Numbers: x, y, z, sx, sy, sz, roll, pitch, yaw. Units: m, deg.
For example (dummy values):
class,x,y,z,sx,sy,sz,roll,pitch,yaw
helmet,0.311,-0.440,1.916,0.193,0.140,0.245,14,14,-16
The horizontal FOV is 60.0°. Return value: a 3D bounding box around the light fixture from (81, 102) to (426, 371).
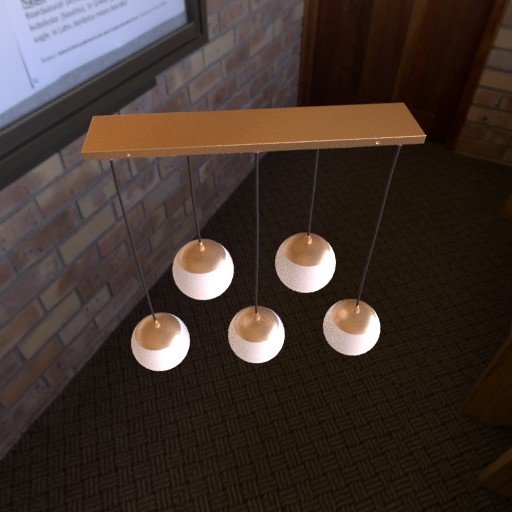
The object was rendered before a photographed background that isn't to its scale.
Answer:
class,x,y,z,sx,sy,sz,roll,pitch,yaw
light fixture,0.000,0.000,1.341,0.863,0.869,0.299,-4,46,-4
